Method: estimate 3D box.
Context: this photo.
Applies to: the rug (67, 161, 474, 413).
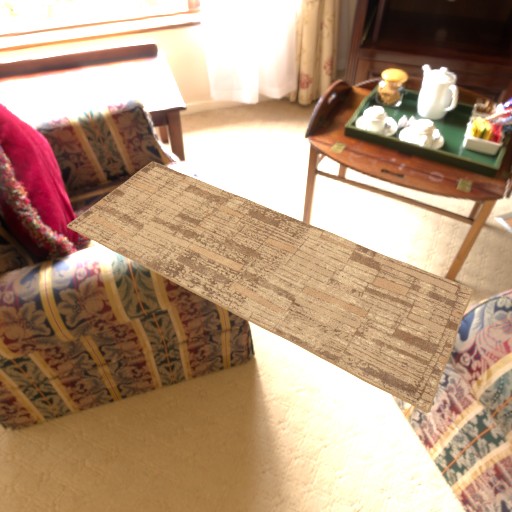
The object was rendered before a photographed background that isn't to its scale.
[{"bbox_3d":[0.000,0.000,2.697,2.383,0.018,0.857,24,51,21],"label":"rug"}]
